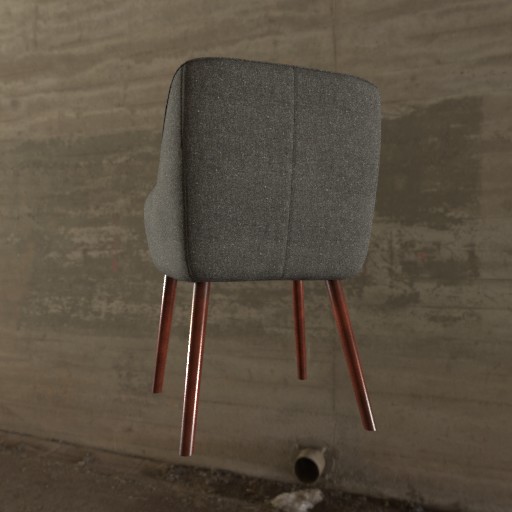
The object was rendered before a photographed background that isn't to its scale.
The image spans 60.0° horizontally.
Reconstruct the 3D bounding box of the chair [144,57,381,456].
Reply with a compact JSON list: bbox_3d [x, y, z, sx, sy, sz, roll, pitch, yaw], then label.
[{"bbox_3d":[0.000,0.000,1.161,0.543,0.803,0.519,0,0,-18],"label":"chair"}]
